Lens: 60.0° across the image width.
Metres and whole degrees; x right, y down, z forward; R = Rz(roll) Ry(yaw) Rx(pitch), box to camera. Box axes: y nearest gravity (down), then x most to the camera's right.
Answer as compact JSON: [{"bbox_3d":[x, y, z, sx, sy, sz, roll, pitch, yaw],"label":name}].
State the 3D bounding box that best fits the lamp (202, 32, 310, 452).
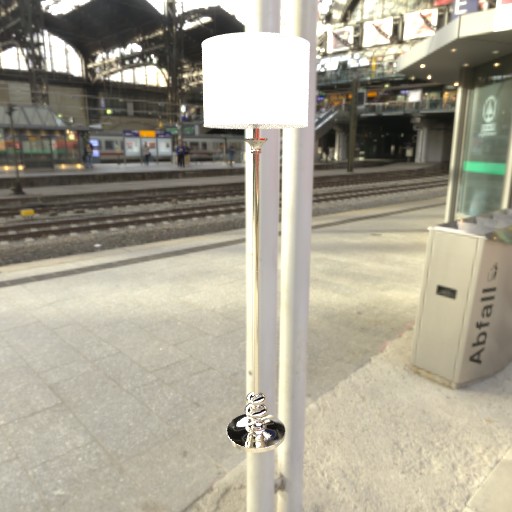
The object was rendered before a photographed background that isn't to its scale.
[{"bbox_3d":[0.000,0.000,1.638,0.356,1.487,0.356,-13,19,-43],"label":"lamp"}]
